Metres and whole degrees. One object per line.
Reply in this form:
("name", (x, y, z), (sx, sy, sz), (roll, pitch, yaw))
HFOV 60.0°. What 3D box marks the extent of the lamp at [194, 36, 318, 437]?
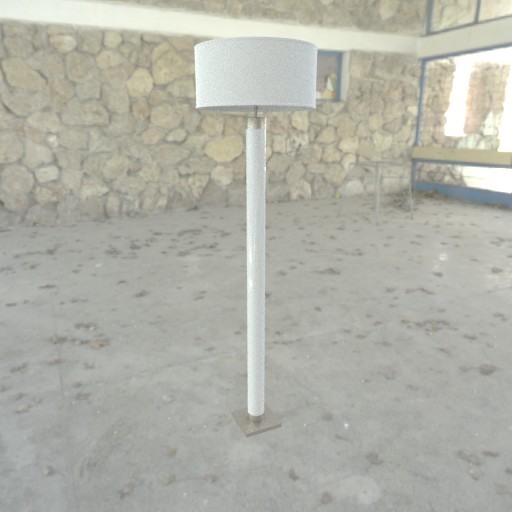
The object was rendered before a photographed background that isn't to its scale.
("lamp", (0.000, 0.000, 1.702), (0.420, 1.475, 0.420), (-7, 17, -24))
